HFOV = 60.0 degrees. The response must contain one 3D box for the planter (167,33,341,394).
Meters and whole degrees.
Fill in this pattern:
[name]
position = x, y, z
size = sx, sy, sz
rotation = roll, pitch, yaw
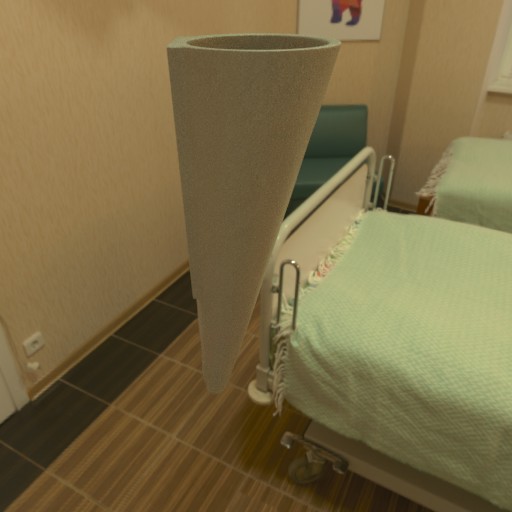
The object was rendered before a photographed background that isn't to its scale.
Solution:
[planter]
position = 0.000, 0.000, 0.218
size = 0.064, 0.191, 0.057
rotation = -1, 32, -1
